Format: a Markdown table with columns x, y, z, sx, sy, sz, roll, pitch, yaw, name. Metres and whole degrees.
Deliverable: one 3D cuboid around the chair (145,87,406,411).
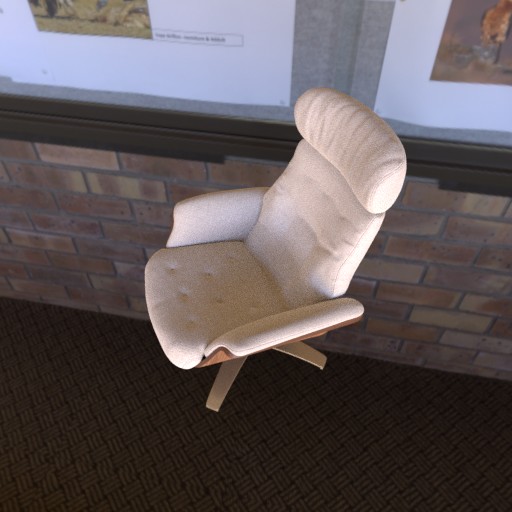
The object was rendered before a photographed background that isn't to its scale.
| x | y | z | sx | sy | sz | roll | pitch | yaw | name |
| --- | --- | --- | --- | --- | --- | --- | --- | --- | --- |
| 0.000 | 0.000 | 1.618 | 0.837 | 0.995 | 0.785 | -15 | 48 | -14 | chair |
